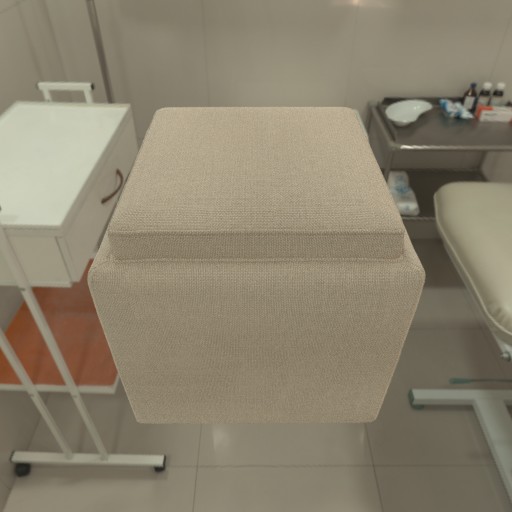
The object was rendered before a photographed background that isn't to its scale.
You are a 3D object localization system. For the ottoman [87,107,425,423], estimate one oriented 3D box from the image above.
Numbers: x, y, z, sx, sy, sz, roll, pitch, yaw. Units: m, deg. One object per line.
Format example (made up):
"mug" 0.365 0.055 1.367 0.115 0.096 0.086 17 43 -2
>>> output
"ottoman" 0.000 0.000 0.827 0.450 0.460 0.451 0 41 0
